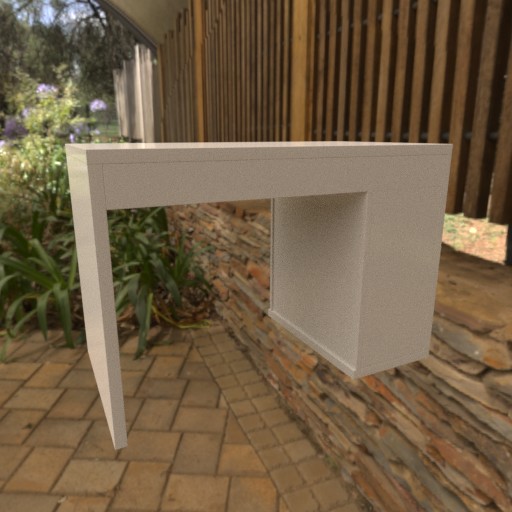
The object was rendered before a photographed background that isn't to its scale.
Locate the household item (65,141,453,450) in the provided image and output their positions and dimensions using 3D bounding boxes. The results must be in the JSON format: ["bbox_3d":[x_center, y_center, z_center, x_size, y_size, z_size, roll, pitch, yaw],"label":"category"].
[{"bbox_3d":[0.000,0.000,1.527,1.100,0.749,0.597,-8,17,-25],"label":"household item"}]
